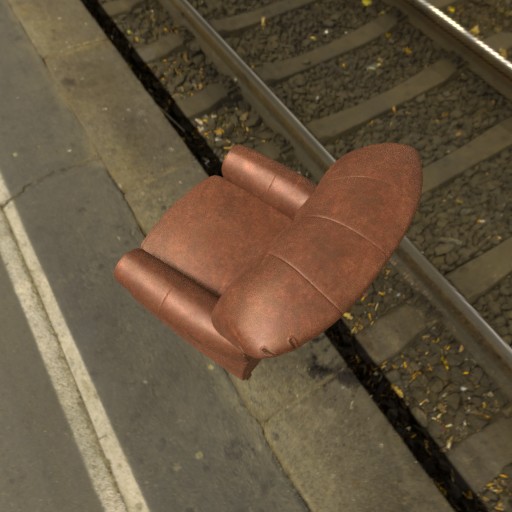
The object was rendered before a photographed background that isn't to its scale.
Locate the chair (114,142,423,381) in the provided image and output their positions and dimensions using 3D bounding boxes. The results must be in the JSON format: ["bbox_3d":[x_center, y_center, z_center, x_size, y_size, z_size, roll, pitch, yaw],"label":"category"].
[{"bbox_3d":[0.000,0.000,1.996,1.031,1.162,0.979,33,66,17],"label":"chair"}]
